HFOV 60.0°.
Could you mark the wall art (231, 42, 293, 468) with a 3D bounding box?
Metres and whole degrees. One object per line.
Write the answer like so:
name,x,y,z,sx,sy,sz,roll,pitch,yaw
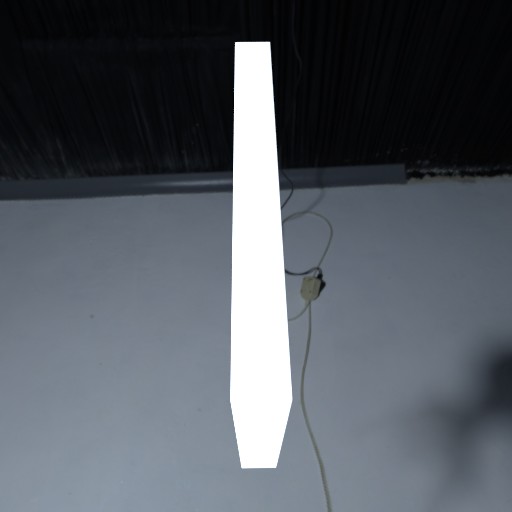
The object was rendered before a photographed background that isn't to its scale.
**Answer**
wall art,0.000,0.000,0.480,0.038,0.259,0.381,-1,56,-1
